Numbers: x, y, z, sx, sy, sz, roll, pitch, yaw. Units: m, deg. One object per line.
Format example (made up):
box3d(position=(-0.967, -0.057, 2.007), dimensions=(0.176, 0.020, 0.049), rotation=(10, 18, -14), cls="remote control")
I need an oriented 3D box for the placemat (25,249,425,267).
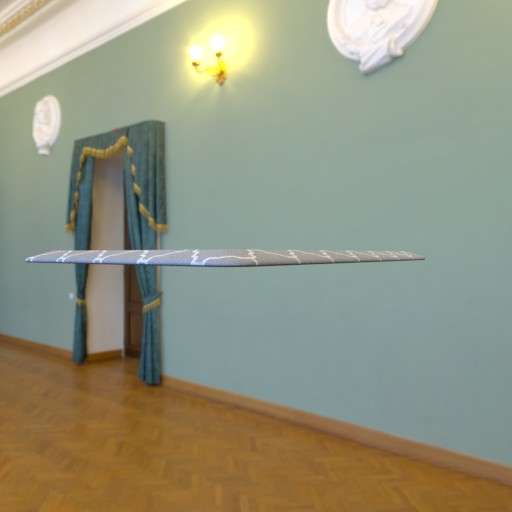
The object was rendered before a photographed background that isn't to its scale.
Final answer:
box3d(position=(0.000, 0.000, 0.951), dimensions=(0.508, 0.021, 0.762), rotation=(0, 0, 37), cls="placemat")
